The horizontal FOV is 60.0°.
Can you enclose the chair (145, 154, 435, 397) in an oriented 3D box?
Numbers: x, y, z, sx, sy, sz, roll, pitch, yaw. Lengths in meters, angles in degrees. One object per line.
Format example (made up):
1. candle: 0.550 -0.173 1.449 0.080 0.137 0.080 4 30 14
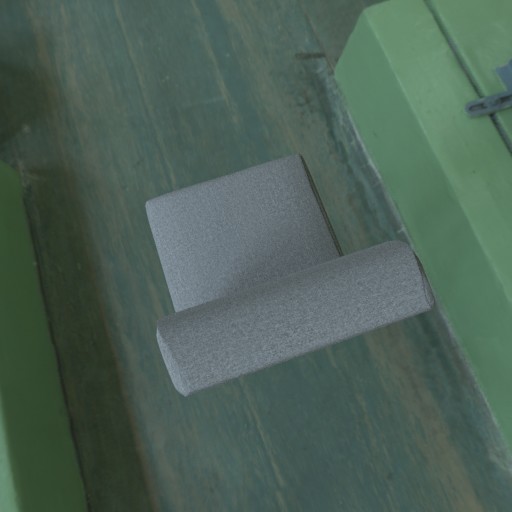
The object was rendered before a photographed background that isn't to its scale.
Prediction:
1. chair: 0.000 0.000 1.166 0.513 0.804 0.592 -19 74 -6
